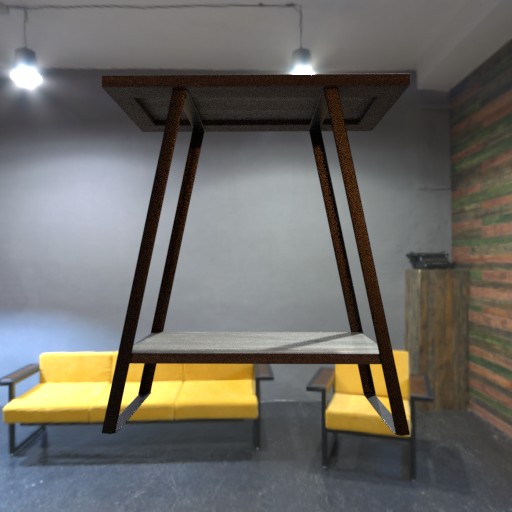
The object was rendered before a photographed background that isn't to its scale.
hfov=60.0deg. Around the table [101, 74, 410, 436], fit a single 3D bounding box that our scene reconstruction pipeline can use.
[{"bbox_3d":[0.000,0.000,1.004,0.599,0.701,0.300,0,-1,1],"label":"table"}]
